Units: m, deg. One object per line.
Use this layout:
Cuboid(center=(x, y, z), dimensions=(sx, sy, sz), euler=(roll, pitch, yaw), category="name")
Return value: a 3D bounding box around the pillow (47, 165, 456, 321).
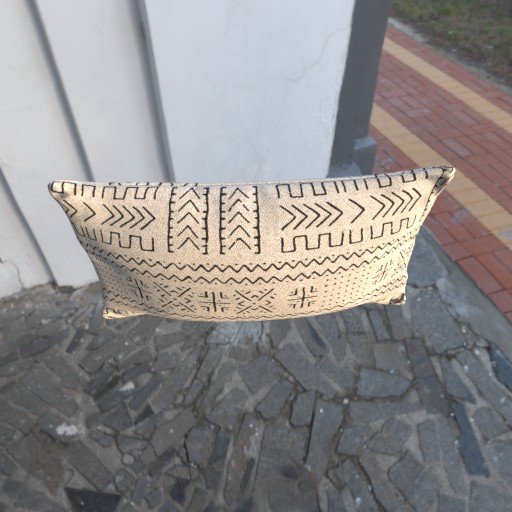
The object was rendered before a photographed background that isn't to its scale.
Cuboid(center=(0.000, 0.000, 0.800), dimensions=(0.637, 0.352, 0.188), euler=(-3, 47, -2), category="pillow")
